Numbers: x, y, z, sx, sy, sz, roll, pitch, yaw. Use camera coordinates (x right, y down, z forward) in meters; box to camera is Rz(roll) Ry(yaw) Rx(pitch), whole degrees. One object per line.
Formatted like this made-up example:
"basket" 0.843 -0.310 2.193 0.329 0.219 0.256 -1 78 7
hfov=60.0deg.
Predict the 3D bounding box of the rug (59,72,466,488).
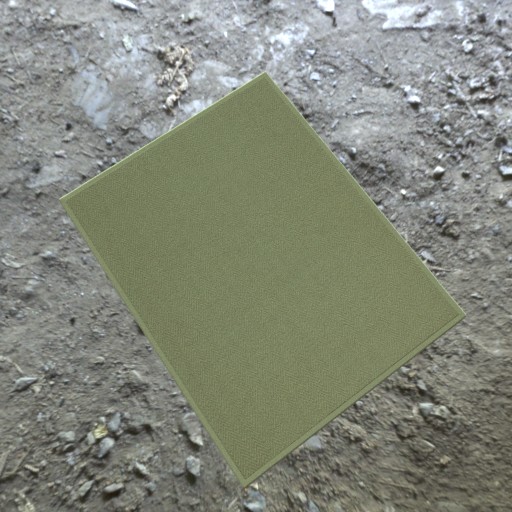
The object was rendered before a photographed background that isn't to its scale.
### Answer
"rug" 0.000 0.000 4.042 2.407 0.020 3.051 -35 78 -8
